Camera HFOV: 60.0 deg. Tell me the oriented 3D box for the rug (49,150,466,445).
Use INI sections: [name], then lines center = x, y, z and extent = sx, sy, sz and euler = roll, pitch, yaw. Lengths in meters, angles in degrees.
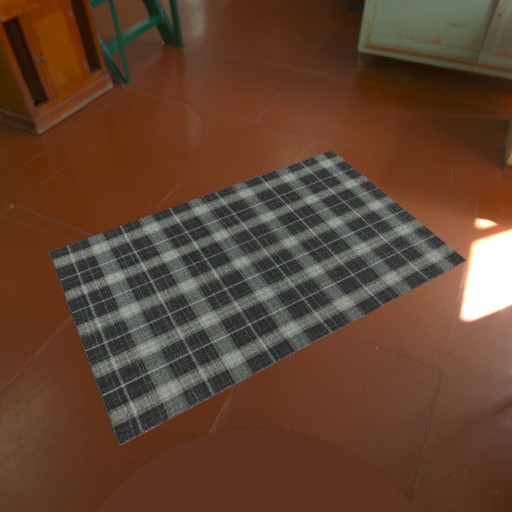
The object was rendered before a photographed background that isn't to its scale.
[rug]
center = 0.000, 0.000, 3.029
extent = 2.434, 0.015, 1.520
euler = -23, 51, -20
